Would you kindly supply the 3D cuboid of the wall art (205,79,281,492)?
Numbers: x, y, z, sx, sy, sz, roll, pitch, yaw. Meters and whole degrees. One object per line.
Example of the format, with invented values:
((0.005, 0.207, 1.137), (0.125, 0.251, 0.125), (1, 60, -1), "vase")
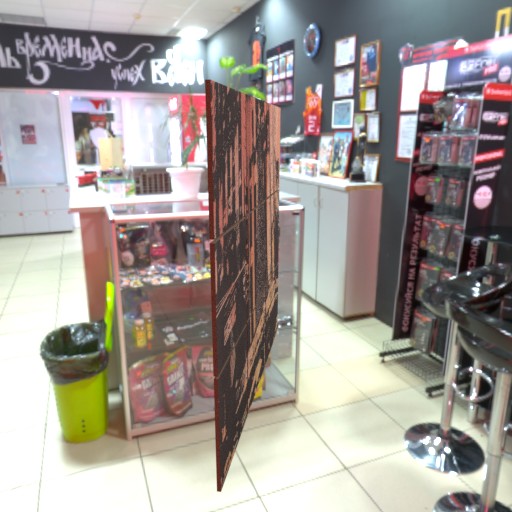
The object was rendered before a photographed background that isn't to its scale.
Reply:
((0.000, 0.000, 2.269), (0.017, 1.521, 1.527), (3, 16, 11), "wall art")
